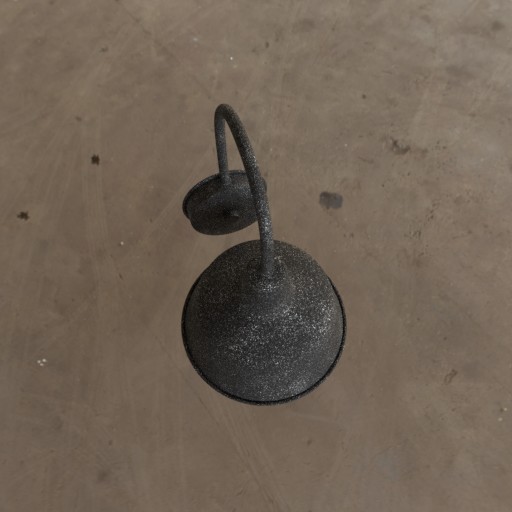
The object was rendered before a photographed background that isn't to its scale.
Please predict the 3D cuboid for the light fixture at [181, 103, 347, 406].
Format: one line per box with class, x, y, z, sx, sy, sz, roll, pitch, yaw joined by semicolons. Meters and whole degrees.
light fixture;0.000;0.000;0.484;0.216;0.300;0.283;-16;65;-8
